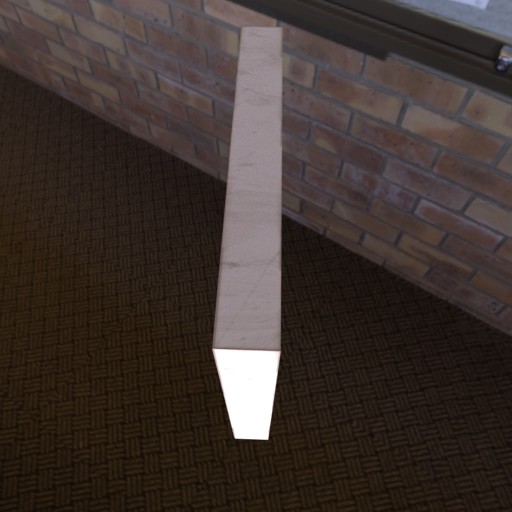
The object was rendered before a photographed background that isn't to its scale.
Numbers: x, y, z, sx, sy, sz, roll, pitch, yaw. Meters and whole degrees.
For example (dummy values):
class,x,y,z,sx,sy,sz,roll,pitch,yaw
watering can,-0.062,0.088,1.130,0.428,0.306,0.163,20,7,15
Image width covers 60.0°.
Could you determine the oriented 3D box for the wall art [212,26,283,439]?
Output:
class,x,y,z,sx,sy,sz,roll,pitch,yaw
wall art,0.000,0.000,0.454,0.038,0.303,0.305,2,59,1
